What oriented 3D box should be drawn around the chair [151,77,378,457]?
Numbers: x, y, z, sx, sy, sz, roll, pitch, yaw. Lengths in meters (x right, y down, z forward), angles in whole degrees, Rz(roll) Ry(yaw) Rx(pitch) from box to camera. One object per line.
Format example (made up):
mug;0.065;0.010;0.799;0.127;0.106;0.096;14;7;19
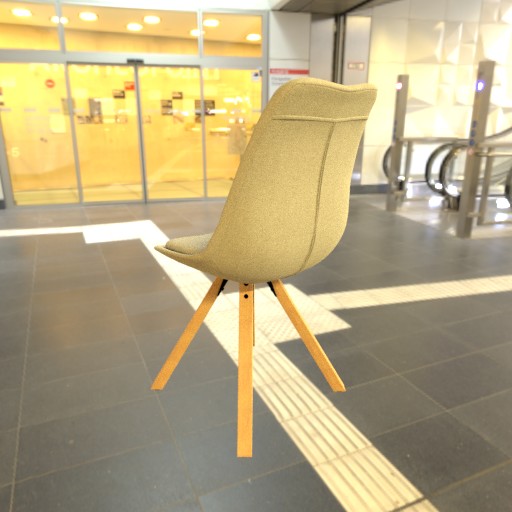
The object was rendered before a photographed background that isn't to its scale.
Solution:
chair;0.000;0.000;1.209;0.474;0.863;0.549;-16;23;-41
